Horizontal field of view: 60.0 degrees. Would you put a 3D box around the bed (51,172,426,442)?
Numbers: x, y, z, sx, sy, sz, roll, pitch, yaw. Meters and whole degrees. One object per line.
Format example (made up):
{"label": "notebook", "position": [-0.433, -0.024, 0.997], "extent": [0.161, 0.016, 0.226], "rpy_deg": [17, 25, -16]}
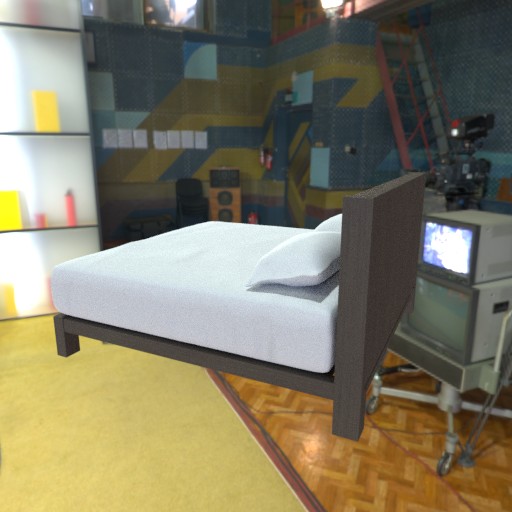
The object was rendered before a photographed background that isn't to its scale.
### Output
{"label": "bed", "position": [0.000, 0.000, 3.551], "extent": [2.238, 1.261, 2.143], "rpy_deg": [7, 16, 26]}
